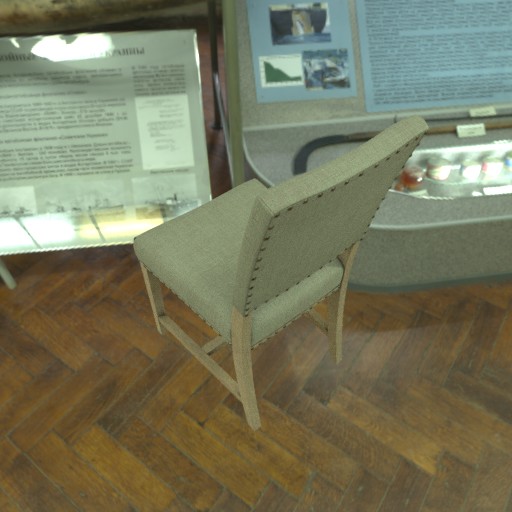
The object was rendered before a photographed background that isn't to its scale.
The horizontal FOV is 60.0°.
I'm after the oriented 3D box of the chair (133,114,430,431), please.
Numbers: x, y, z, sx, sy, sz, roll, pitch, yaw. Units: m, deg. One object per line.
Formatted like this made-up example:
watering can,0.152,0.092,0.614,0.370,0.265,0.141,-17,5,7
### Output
chair,0.000,0.000,1.319,0.508,0.986,0.622,-31,53,-26
